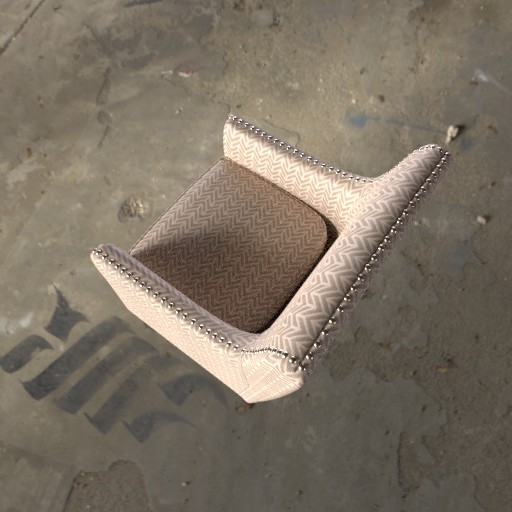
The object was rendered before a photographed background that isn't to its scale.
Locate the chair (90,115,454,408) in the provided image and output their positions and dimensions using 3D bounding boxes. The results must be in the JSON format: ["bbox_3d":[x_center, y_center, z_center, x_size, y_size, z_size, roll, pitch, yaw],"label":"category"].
[{"bbox_3d":[0.000,0.000,1.286,0.651,0.816,0.623,33,67,16],"label":"chair"}]
